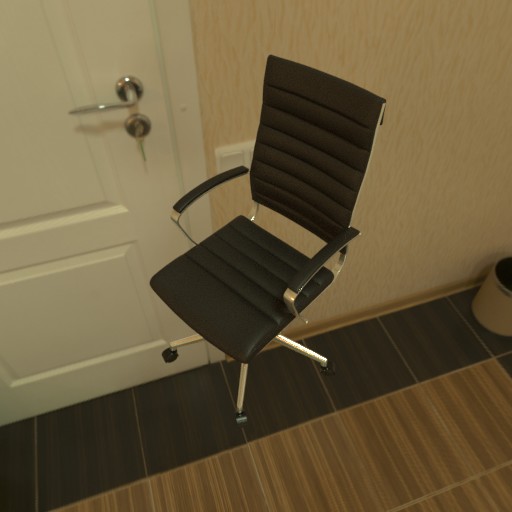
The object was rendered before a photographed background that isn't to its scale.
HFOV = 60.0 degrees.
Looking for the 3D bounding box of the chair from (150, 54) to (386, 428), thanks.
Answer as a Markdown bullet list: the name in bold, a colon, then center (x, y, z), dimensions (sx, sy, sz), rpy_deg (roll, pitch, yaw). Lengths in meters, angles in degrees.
- **chair**: center (0.000, 0.000, 1.633), dimensions (0.766, 1.149, 0.739), rpy_deg (34, 56, 27)
